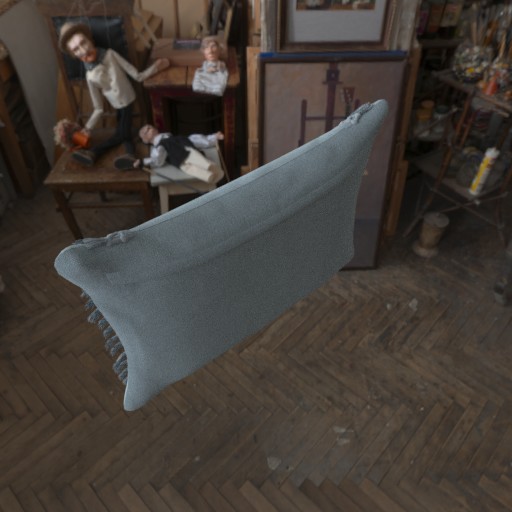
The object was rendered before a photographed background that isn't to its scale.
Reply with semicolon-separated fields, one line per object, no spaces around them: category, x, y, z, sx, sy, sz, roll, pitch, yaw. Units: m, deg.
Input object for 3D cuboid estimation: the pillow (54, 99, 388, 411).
pillow;0.000;0.000;0.596;0.466;0.305;0.084;-31;53;-27
